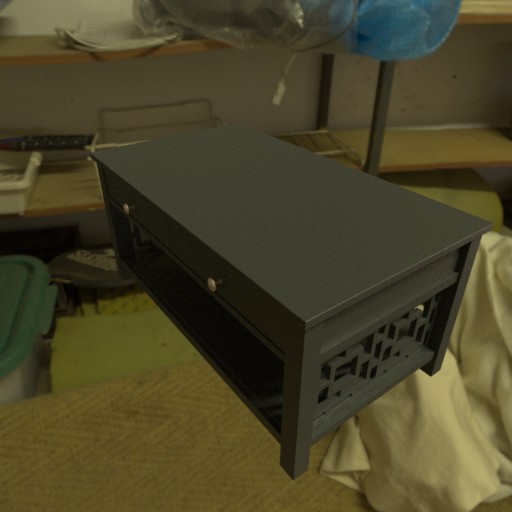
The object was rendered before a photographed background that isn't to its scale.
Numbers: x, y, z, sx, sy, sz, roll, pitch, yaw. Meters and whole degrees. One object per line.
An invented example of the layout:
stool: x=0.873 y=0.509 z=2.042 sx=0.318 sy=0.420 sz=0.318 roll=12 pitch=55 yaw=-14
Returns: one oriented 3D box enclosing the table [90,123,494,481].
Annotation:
table: x=0.000 y=0.000 z=1.390 sx=0.612 sy=0.493 sz=1.068 roll=-22 pitch=38 yaw=-30
